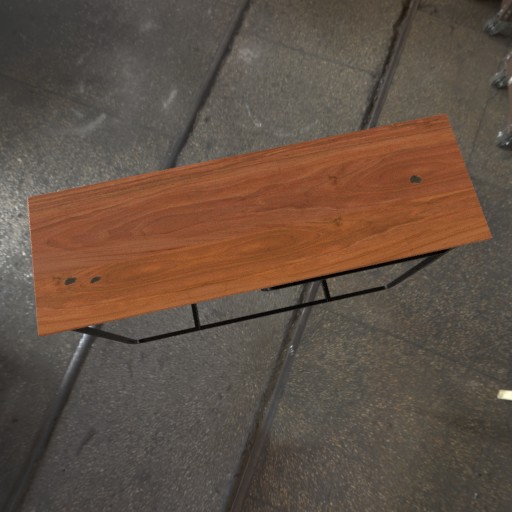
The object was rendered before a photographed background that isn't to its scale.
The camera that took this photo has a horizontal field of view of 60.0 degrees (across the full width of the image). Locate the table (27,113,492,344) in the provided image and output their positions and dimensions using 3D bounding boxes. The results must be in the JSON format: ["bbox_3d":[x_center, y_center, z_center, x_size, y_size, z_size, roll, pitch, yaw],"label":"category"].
[{"bbox_3d":[0.000,0.000,1.453,1.100,0.750,0.350,-12,76,-3],"label":"table"}]
